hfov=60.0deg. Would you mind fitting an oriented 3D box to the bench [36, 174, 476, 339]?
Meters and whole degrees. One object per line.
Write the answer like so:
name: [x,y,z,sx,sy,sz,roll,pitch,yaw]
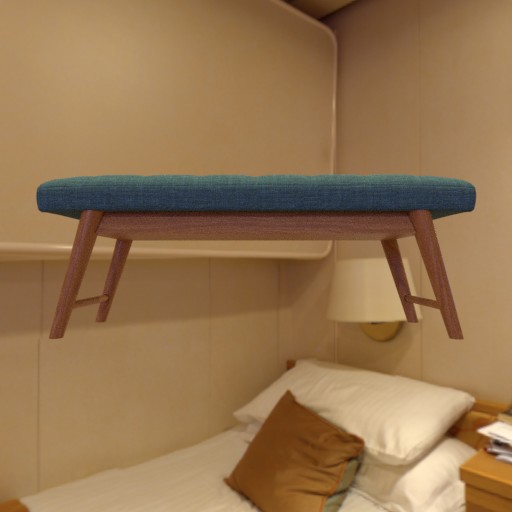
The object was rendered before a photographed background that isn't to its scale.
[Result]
bench: [0.000,0.000,1.315,1.118,0.432,0.406,0,-1,0]
